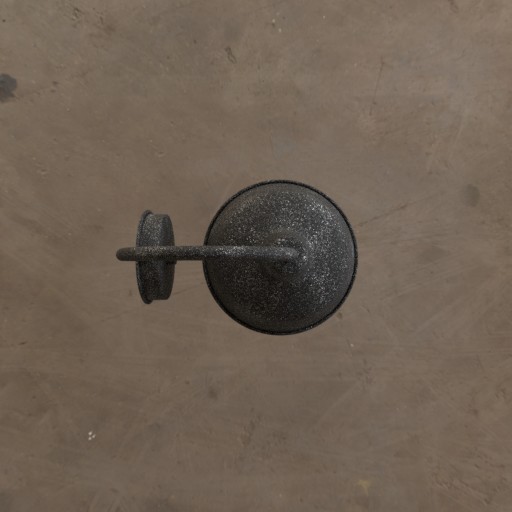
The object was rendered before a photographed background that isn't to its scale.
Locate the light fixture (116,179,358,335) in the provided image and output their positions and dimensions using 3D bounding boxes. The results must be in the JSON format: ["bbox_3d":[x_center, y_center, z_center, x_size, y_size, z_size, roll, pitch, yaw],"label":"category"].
[{"bbox_3d":[0.000,0.000,0.491,0.283,0.300,0.216,0,89,0],"label":"light fixture"}]
